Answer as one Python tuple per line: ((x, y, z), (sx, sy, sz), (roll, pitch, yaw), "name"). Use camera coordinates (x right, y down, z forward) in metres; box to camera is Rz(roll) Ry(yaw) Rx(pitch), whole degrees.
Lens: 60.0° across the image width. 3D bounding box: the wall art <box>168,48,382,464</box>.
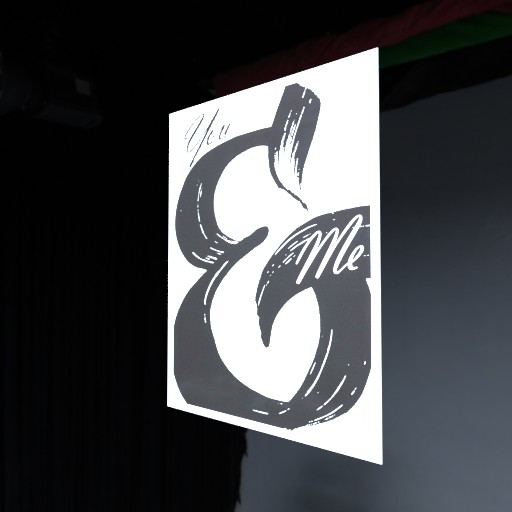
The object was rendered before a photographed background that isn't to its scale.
((0.000, 0.000, 0.788), (0.457, 0.609, 0.003), (-2, -3, 37), "wall art")
